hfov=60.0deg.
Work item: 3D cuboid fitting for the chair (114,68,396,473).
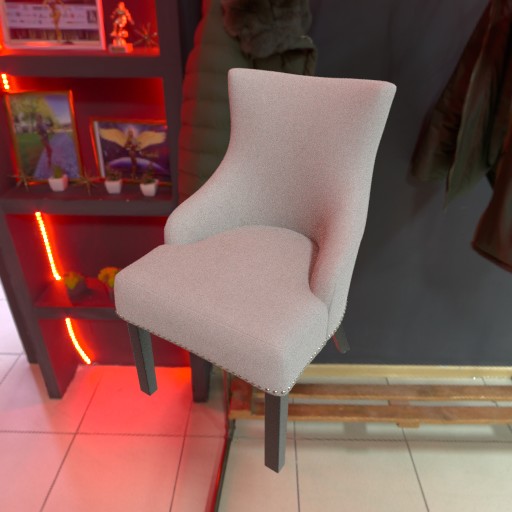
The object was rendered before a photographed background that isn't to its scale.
[{"bbox_3d":[0.000,0.000,1.257,0.566,0.909,0.629,19,35,29],"label":"chair"}]
